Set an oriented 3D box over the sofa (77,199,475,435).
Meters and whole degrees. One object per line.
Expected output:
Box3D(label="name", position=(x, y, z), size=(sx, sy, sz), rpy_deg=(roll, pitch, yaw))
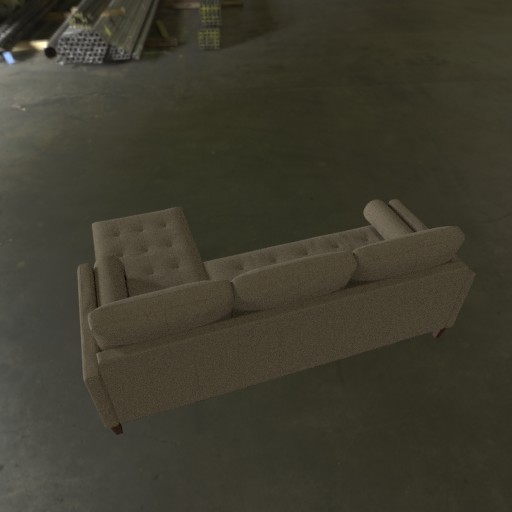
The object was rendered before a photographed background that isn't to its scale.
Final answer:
Box3D(label="sofa", position=(0.000, 0.000, 2.918), size=(2.178, 0.875, 1.506), rpy_deg=(-13, 42, -14))
